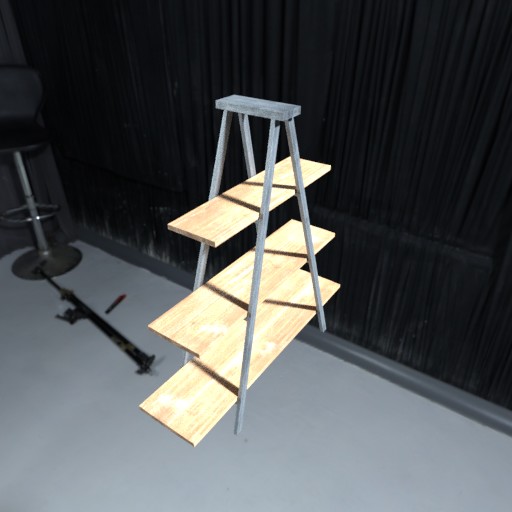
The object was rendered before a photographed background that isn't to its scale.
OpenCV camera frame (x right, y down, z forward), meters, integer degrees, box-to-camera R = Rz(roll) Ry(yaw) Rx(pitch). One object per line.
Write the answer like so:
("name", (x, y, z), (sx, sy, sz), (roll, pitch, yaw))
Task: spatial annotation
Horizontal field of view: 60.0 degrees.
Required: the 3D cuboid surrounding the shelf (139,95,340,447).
("shelf", (0.000, 0.000, 2.705), (0.508, 1.808, 1.746), (21, 38, 29))
